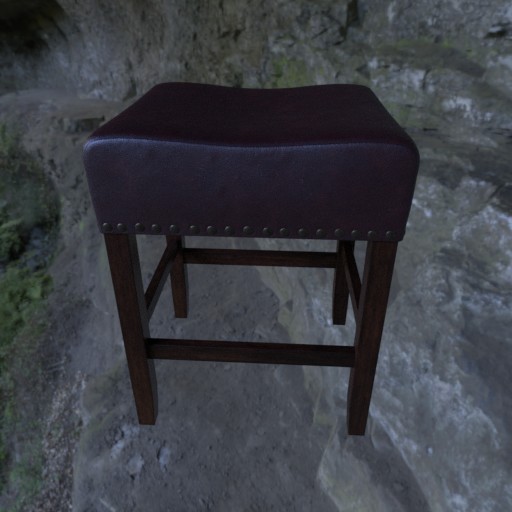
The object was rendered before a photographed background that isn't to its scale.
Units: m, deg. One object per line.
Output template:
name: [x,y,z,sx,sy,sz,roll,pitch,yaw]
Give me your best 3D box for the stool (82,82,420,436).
stool: [0.000,0.000,0.904,0.465,0.608,0.397,2,31,3]
